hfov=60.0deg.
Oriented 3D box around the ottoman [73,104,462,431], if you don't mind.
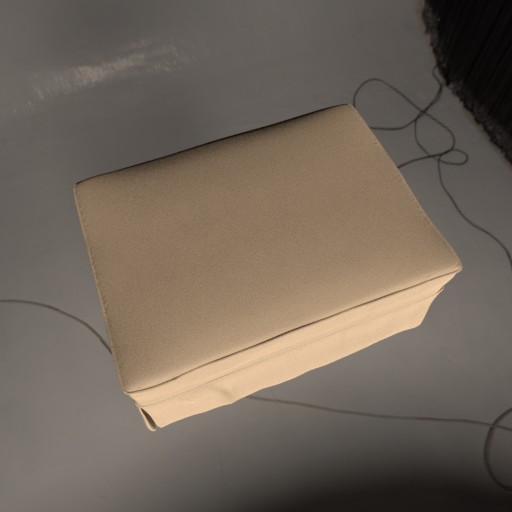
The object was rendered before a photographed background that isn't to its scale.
[{"bbox_3d":[0.000,0.000,1.373,0.959,0.482,0.721,-19,64,-10],"label":"ottoman"}]
